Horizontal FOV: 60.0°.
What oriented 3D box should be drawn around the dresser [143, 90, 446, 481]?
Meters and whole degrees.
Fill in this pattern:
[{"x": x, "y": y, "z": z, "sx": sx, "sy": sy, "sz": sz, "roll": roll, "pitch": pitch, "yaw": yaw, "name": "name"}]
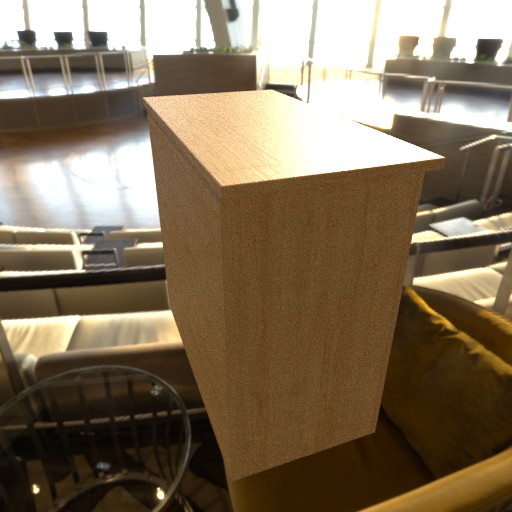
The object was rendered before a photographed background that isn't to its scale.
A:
[{"x": 0.000, "y": 0.000, "z": 1.216, "sx": 0.410, "sy": 0.730, "sz": 0.800, "roll": -10, "pitch": 31, "yaw": -18, "name": "dresser"}]
